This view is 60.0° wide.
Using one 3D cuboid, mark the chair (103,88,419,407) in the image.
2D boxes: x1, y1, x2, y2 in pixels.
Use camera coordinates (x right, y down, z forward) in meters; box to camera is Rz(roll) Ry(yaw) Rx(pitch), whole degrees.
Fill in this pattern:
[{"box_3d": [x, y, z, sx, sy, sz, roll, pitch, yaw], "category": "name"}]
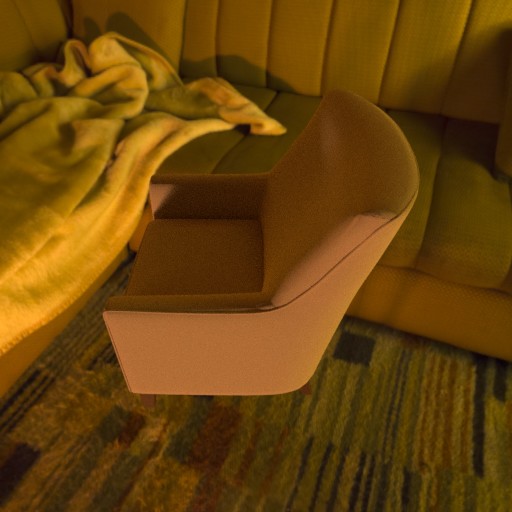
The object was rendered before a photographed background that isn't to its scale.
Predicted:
[{"box_3d": [0.000, 0.000, 1.562, 0.879, 0.916, 0.756, 0, 41, 1], "category": "chair"}]
